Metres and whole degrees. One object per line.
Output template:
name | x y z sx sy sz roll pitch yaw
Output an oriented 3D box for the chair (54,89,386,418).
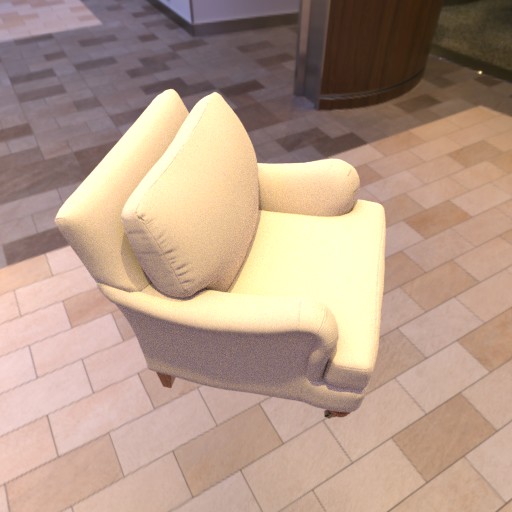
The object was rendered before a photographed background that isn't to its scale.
chair | 0.000 0.000 1.870 1.070 1.038 0.955 10 47 10
